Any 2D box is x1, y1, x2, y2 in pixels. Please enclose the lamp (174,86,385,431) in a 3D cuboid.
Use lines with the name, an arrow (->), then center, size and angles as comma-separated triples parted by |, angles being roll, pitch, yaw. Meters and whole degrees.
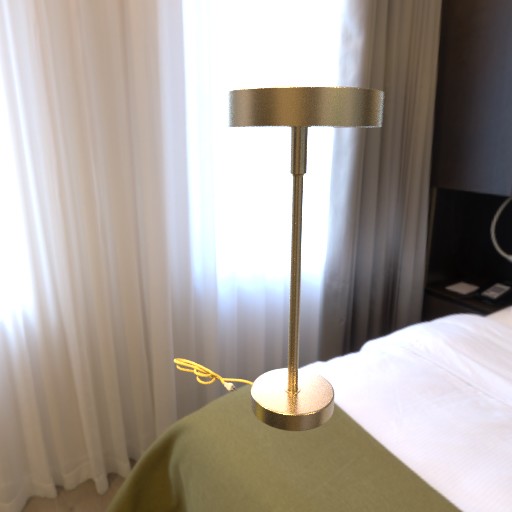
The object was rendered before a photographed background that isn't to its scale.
lamp -> 0.000, 0.000, 0.720 | 0.369, 0.508, 0.229 | 9, 18, 28
